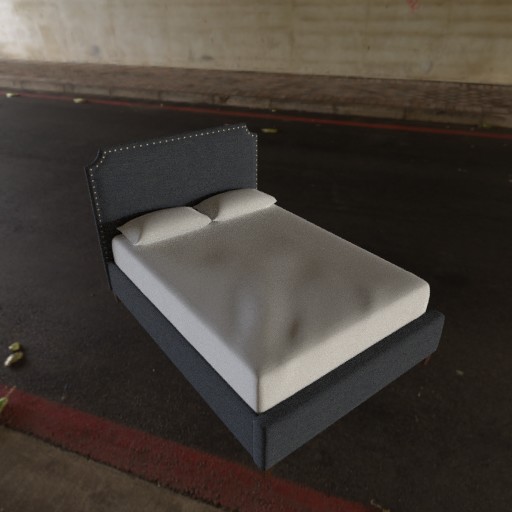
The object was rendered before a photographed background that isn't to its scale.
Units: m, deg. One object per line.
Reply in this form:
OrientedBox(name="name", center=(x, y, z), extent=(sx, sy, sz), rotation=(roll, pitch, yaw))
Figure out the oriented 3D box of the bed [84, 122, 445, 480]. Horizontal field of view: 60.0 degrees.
OrientedBox(name="bed", center=(0.000, 0.000, 3.481), extent=(1.713, 1.443, 2.372), rotation=(-21, 36, -32))
